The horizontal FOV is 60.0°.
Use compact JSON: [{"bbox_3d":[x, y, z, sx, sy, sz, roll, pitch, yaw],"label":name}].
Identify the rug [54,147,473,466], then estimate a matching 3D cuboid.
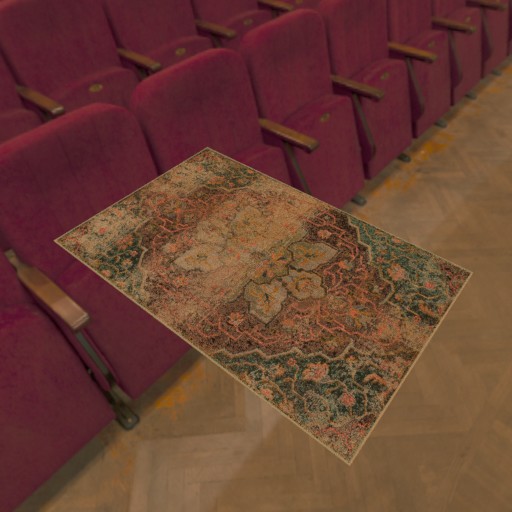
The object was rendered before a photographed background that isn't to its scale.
[{"bbox_3d":[0.000,0.000,2.932,2.363,0.004,1.566,31,53,27],"label":"rug"}]
